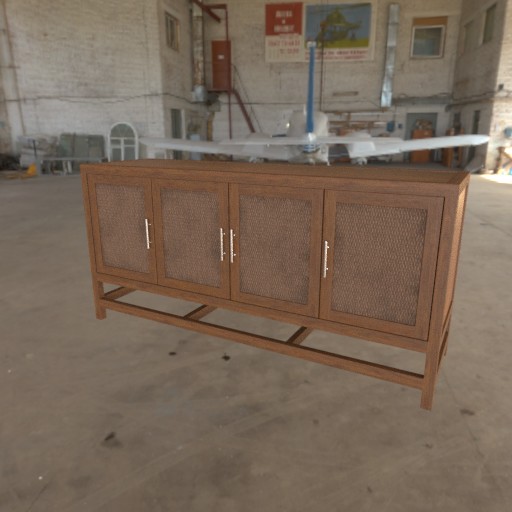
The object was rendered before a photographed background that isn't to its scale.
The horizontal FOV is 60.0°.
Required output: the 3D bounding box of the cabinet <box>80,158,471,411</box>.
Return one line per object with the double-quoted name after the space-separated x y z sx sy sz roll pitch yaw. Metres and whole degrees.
0.000 0.000 2.091 1.708 0.820 0.522 9 18 27 "cabinet"
